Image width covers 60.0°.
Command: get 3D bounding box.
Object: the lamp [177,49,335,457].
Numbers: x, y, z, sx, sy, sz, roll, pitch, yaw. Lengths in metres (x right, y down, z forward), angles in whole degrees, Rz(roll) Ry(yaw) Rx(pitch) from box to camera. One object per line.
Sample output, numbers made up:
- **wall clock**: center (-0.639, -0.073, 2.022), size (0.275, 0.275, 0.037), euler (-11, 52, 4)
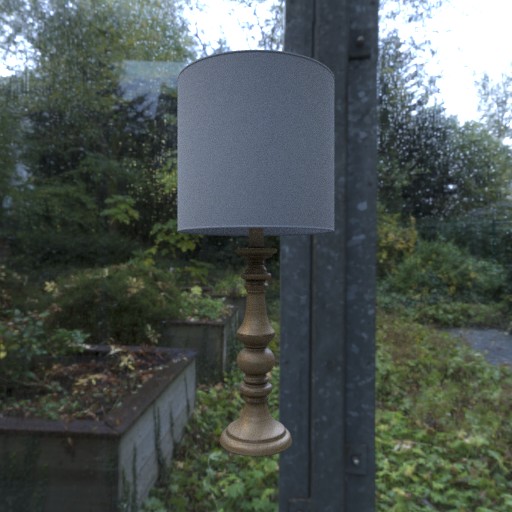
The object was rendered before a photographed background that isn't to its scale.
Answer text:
- **lamp**: center (0.000, 0.000, 0.717), size (0.250, 0.597, 0.250), euler (0, 0, 18)
